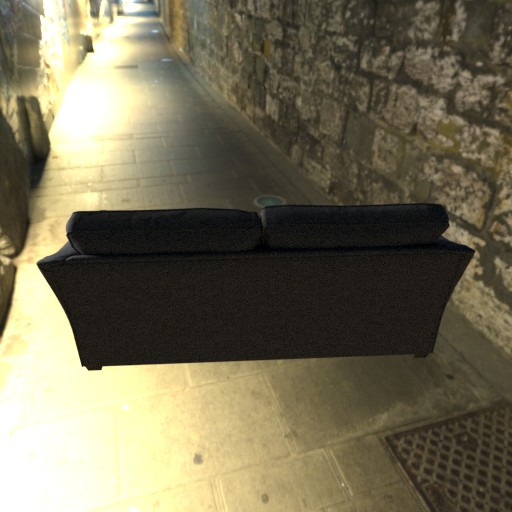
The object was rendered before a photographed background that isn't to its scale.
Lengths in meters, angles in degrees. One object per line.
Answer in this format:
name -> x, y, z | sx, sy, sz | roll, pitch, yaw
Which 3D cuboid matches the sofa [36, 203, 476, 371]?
sofa -> 0.000, 0.000, 2.782 | 2.270, 0.950, 0.971 | -2, 31, -3
